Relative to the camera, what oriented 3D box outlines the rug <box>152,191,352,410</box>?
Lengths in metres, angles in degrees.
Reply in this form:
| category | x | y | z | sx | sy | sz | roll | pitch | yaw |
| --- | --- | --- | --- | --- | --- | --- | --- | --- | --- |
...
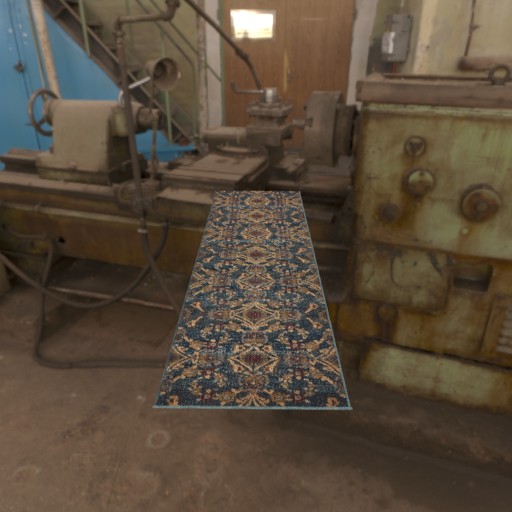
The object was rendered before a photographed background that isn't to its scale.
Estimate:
| category | x | y | z | sx | sy | sz | roll | pitch | yaw |
| --- | --- | --- | --- | --- | --- | --- | --- | --- | --- |
| rug | 0.000 | 0.000 | 2.534 | 0.685 | 0.014 | 2.292 | 0 | 27 | 1 |
